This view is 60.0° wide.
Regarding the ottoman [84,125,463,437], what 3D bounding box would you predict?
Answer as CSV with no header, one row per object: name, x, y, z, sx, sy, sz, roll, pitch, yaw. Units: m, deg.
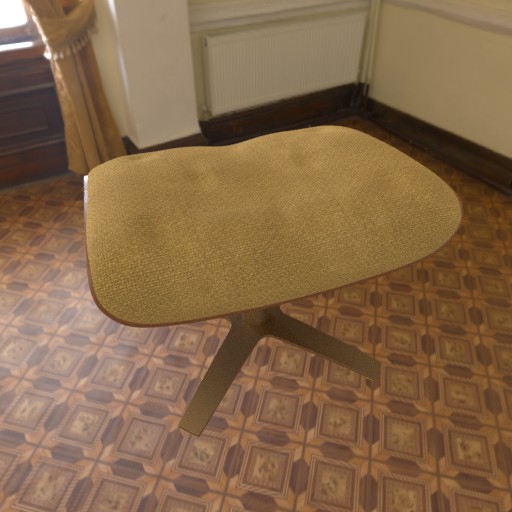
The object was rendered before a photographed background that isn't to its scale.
ottoman,0.000,0.000,0.797,0.520,0.391,0.394,-13,42,-14
